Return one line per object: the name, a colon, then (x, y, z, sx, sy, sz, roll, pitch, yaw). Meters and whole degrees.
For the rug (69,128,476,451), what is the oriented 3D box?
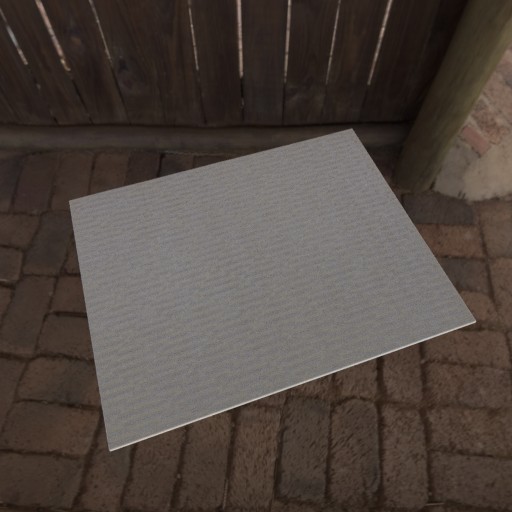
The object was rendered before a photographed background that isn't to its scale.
rug: (0.000, 0.000, 4.023, 3.055, 0.021, 2.410, -16, 60, -10)
